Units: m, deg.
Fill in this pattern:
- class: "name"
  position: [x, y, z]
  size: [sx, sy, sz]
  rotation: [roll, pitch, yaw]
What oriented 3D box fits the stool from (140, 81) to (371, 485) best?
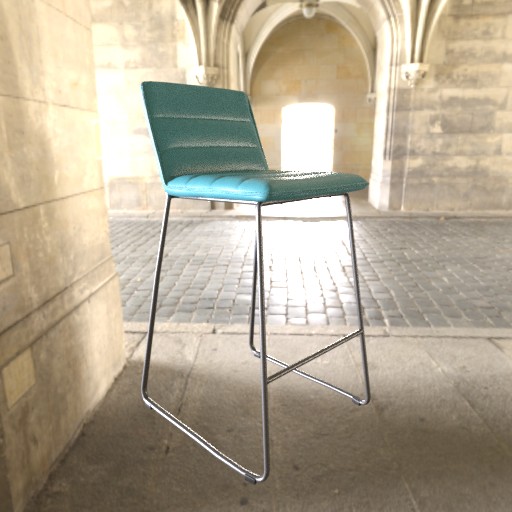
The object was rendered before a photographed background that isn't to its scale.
- class: "stool"
  position: [0.000, 0.000, 1.239]
  size: [0.489, 0.936, 0.524]
  rotation: [-14, 20, -43]
